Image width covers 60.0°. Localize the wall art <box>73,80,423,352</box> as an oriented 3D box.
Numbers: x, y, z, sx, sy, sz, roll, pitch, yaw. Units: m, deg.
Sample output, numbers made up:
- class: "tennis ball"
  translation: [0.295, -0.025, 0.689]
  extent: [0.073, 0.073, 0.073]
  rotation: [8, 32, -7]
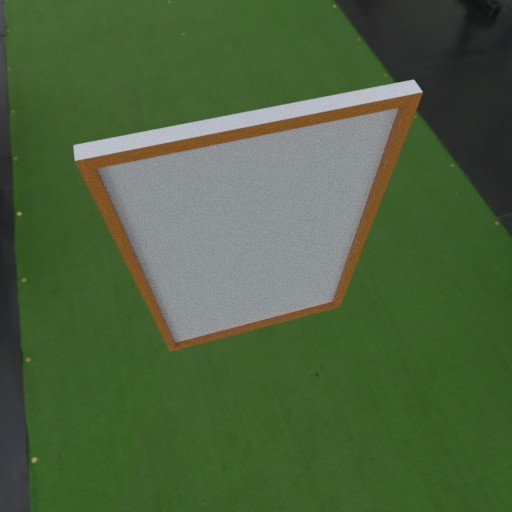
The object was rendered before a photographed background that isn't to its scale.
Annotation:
- class: "wall art"
  translation: [0.000, 0.000, 1.149]
  extent: [0.610, 0.916, 0.037]
  rotation: [-14, 60, -8]
